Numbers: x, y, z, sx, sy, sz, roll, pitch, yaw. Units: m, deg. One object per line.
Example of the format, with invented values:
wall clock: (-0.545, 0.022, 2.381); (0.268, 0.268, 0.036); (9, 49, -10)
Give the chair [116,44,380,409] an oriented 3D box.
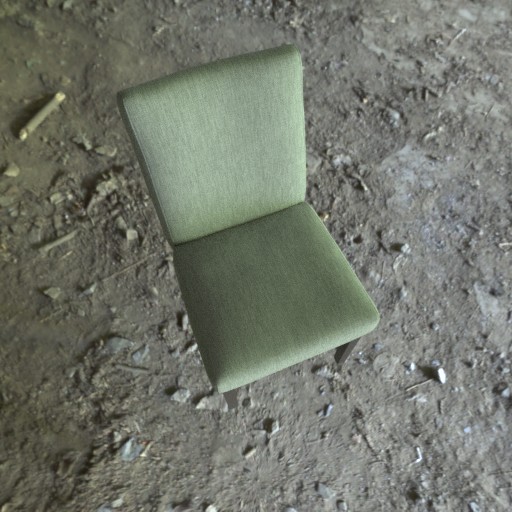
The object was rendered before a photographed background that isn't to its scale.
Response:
chair: (0.000, 0.000, 1.279); (0.487, 0.884, 0.629); (-20, 65, -10)
